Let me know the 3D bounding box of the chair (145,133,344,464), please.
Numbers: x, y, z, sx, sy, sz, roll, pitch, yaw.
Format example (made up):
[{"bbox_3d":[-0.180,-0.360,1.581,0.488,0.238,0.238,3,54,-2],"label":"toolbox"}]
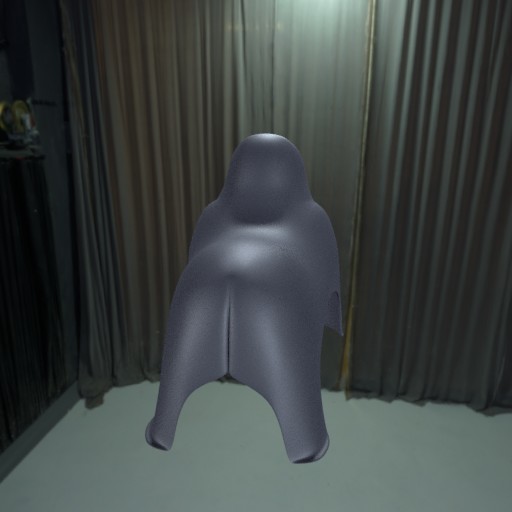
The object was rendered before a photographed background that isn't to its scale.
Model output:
[{"bbox_3d":[0.000,0.000,1.130,0.490,0.600,0.758,2,16,8],"label":"chair"}]
